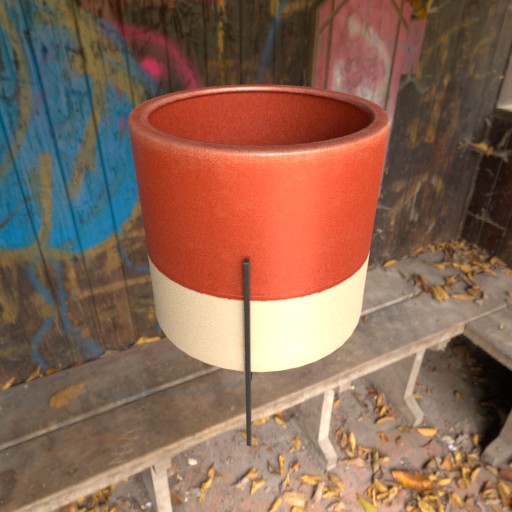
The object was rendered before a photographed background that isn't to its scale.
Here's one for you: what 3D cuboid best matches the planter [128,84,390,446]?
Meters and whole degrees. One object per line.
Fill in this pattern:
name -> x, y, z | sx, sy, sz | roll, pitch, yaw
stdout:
planter -> 0.000, 0.000, 0.718 | 0.354, 0.465, 0.345 | 20, 37, 29
